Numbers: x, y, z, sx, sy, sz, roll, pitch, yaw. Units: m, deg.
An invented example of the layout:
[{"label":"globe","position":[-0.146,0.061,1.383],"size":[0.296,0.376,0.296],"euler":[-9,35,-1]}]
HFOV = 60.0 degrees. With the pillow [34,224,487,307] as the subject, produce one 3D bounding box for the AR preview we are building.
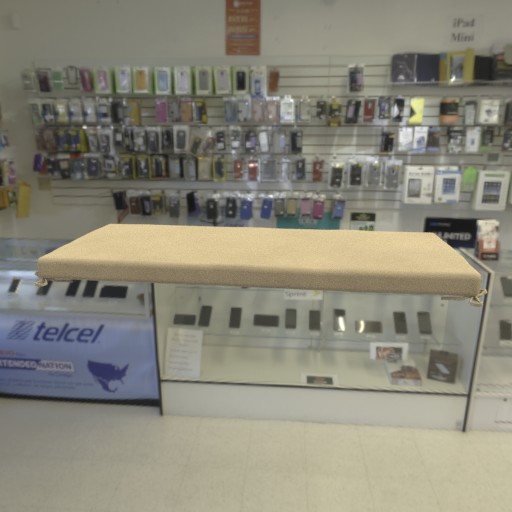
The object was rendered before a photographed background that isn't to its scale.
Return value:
[{"label":"pillow","position":[0.000,0.000,1.321],"size":[1.187,0.081,0.492],"euler":[2,16,7]}]
